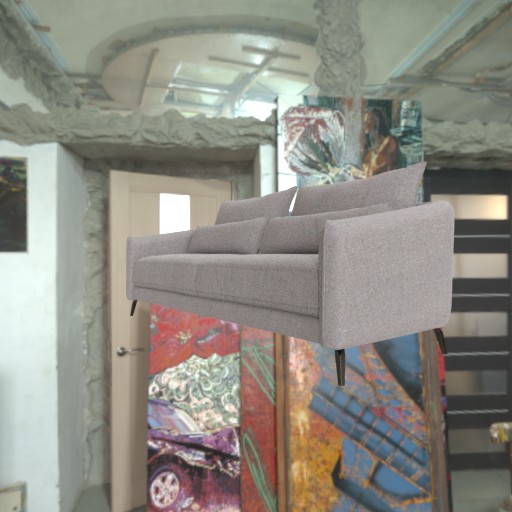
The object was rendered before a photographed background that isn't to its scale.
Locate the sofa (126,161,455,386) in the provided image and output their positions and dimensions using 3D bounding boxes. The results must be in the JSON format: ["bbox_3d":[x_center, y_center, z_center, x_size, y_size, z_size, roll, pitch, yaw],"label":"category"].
[{"bbox_3d":[0.000,0.000,2.453,0.809,0.833,2.022,0,0,-35],"label":"sofa"}]
